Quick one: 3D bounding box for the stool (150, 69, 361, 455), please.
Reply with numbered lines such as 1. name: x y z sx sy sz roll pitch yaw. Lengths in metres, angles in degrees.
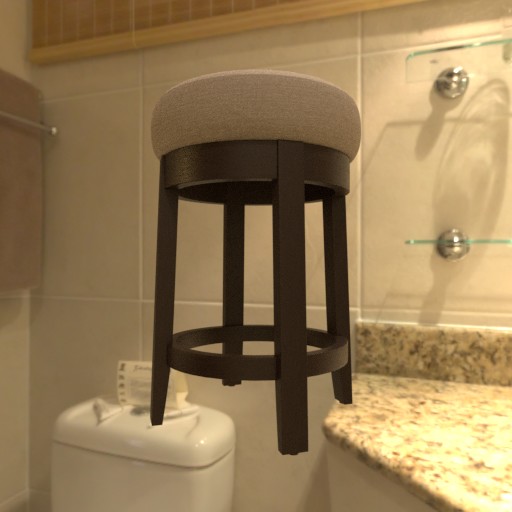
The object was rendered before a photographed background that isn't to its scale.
1. stool: 0.000 0.000 0.956 0.443 0.672 0.443 0 0 0
